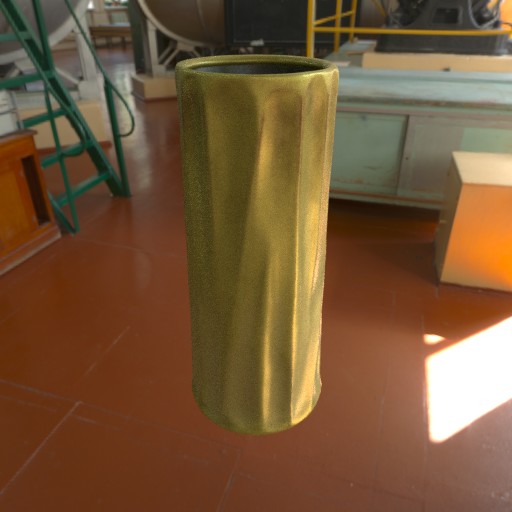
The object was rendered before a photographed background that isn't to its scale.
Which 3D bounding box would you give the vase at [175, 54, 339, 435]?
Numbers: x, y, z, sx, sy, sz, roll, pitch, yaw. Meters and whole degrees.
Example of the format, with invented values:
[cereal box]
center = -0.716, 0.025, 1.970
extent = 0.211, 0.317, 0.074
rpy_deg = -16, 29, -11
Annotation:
[vase]
center = 0.000, 0.000, 0.178
extent = 0.061, 0.143, 0.061
rpy_deg = 0, 30, 0
